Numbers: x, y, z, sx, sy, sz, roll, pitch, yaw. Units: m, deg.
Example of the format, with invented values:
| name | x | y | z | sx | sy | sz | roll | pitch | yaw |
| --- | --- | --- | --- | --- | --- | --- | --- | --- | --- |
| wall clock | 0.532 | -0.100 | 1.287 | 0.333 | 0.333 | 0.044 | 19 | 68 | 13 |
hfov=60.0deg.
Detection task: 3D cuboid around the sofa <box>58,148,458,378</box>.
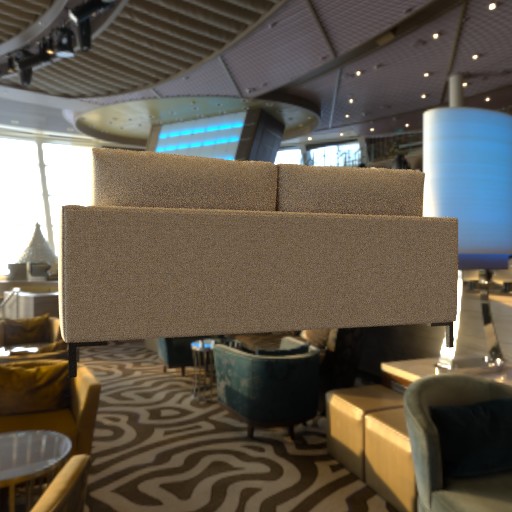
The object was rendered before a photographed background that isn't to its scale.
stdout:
| name | x | y | z | sx | sy | sz | roll | pitch | yaw |
| --- | --- | --- | --- | --- | --- | --- | --- | --- | --- |
| sofa | 0.000 | 0.000 | 2.101 | 1.651 | 0.812 | 0.839 | 0 | 0 | -18 |
